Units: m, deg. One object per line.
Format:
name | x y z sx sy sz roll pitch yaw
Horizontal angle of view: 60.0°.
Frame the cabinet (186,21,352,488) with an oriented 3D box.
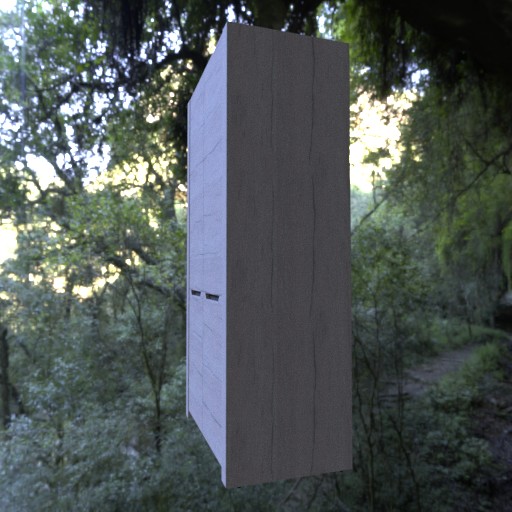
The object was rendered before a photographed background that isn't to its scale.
cabinet | 0.000 0.000 2.376 0.580 1.930 0.980 1 -2 -18
